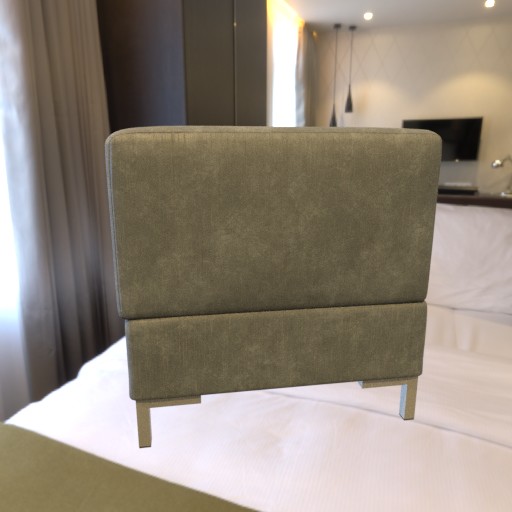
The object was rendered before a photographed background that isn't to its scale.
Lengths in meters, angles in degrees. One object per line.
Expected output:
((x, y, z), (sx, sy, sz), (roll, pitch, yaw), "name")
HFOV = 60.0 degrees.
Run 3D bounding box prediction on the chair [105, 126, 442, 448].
((0.000, 0.000, 1.213), (0.680, 0.660, 0.680), (-2, 14, -9), "chair")
